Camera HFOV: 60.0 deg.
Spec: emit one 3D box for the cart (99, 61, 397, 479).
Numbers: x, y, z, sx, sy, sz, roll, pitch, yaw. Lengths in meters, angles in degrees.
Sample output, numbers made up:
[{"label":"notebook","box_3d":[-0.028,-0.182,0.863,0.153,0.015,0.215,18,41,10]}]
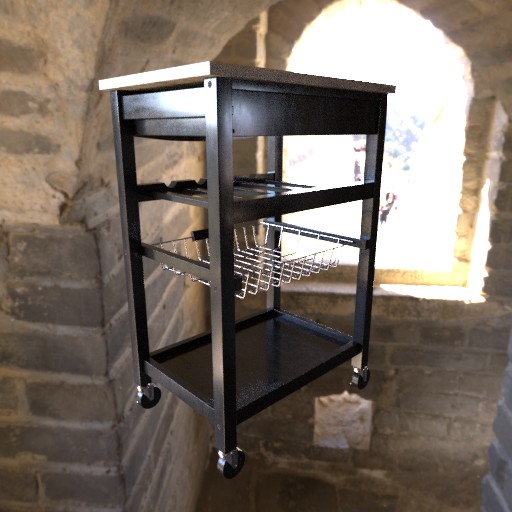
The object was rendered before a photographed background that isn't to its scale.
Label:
[{"label":"cart","box_3d":[0.000,0.000,1.148,0.584,0.839,0.403,-15,21,-41]}]
